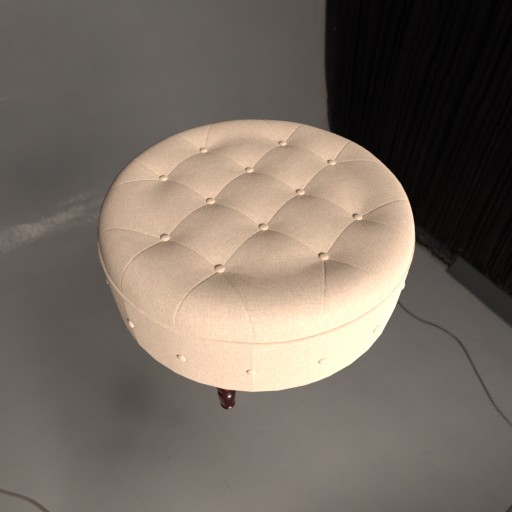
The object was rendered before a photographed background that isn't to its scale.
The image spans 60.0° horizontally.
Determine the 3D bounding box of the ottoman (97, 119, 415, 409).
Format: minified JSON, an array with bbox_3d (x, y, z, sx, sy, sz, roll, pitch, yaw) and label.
[{"bbox_3d":[0.000,0.000,1.339,0.848,0.494,0.848,0,46,0],"label":"ottoman"}]
